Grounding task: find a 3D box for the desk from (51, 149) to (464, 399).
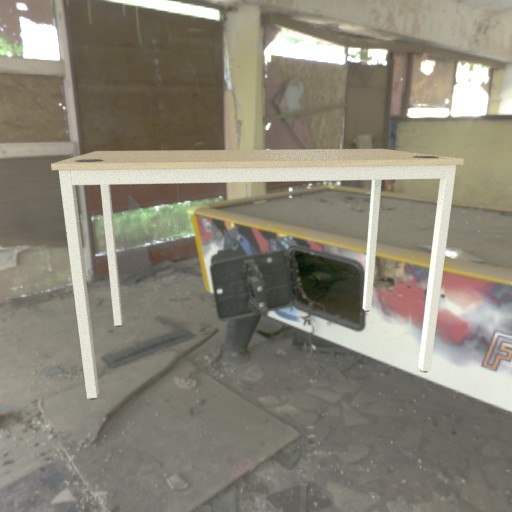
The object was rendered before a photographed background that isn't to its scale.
[{"bbox_3d":[0.000,0.000,1.664,1.200,0.750,0.600,-2,17,-8],"label":"desk"}]
